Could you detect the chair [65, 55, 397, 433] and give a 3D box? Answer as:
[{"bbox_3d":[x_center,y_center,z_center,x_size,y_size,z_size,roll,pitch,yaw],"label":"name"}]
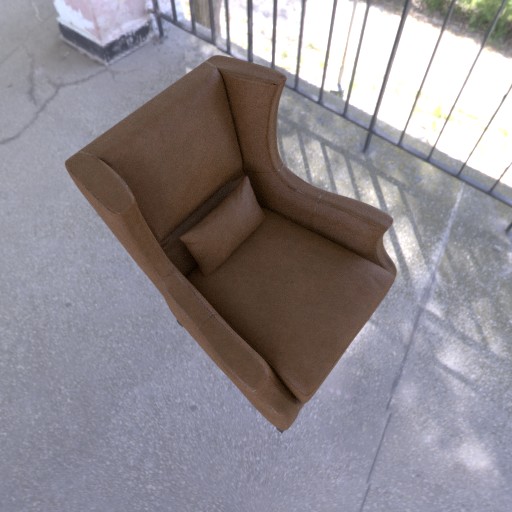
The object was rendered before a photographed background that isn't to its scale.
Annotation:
[{"bbox_3d":[0.000,0.000,1.686,0.925,1.016,0.852,35,64,19],"label":"chair"}]
